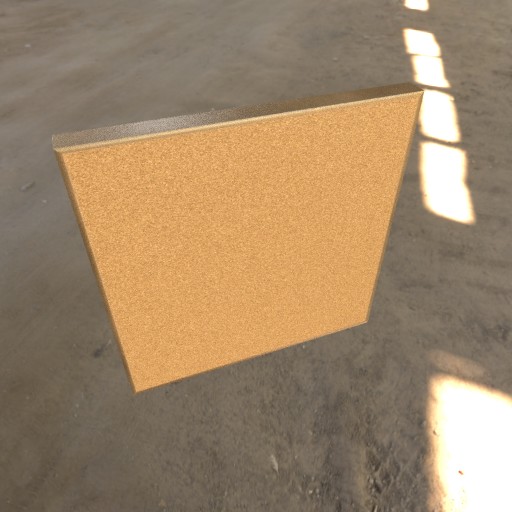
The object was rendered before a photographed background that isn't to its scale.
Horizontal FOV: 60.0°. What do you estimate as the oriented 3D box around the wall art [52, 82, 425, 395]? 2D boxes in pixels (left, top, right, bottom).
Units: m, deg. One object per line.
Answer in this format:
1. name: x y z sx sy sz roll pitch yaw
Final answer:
1. wall art: 0.000 0.000 0.758 0.513 0.511 0.038 -14 43 -16
